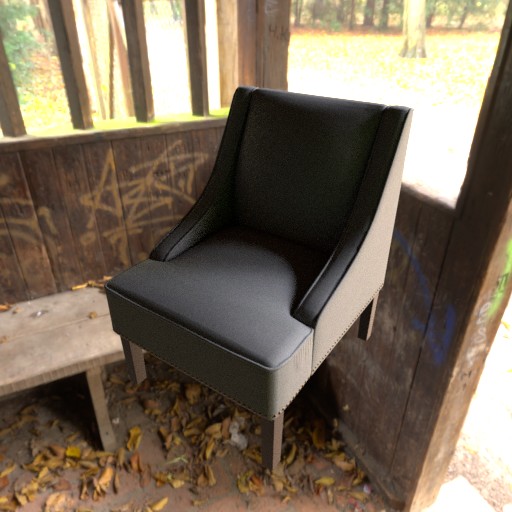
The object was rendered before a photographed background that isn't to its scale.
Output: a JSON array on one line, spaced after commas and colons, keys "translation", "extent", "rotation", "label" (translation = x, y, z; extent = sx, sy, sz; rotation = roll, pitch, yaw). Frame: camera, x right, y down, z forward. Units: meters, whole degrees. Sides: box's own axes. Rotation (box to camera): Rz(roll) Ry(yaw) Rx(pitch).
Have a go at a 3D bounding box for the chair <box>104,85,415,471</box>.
[{"translation": [0.000, 0.000, 1.400], "extent": [0.631, 0.867, 0.747], "rotation": [20, 36, 30], "label": "chair"}]
